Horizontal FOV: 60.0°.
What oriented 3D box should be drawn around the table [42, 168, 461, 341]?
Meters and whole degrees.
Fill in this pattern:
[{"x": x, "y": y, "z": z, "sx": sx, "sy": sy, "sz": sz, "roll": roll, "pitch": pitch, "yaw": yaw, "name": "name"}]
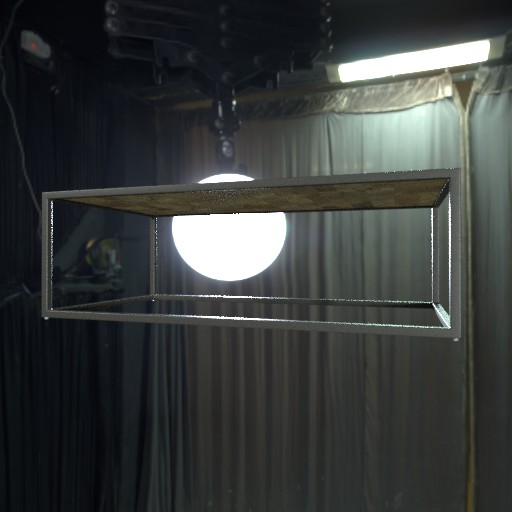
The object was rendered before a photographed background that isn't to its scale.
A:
[{"x": 0.000, "y": 0.000, "z": 1.507, "sx": 1.199, "sy": 0.398, "sz": 0.649, "roll": 0, "pitch": 0, "yaw": 18, "name": "table"}]
